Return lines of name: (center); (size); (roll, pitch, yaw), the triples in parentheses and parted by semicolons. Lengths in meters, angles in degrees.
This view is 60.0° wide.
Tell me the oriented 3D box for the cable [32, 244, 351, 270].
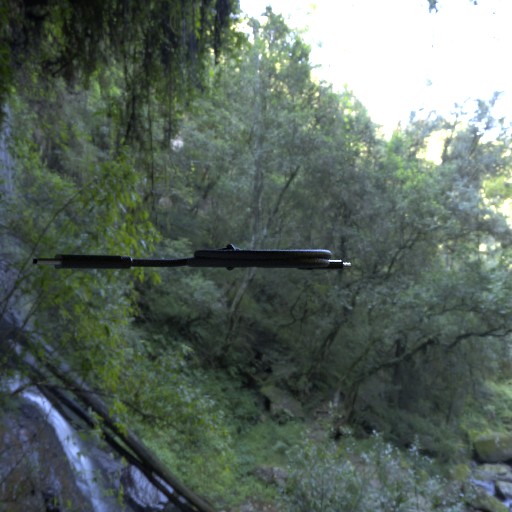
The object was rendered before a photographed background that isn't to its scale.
cable: (0.000, 0.000, 0.216); (0.186, 0.014, 0.070); (2, -3, -37)
